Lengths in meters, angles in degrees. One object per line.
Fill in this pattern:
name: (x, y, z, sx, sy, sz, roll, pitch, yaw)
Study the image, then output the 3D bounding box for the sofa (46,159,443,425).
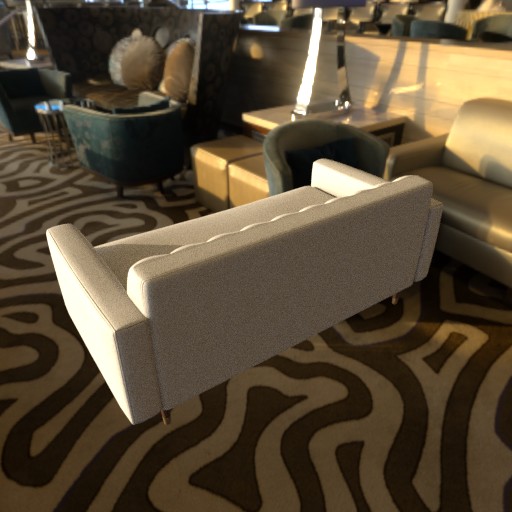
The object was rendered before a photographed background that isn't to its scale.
sofa: (0.000, 0.000, 2.418, 1.895, 0.814, 0.969, -20, 36, -30)
